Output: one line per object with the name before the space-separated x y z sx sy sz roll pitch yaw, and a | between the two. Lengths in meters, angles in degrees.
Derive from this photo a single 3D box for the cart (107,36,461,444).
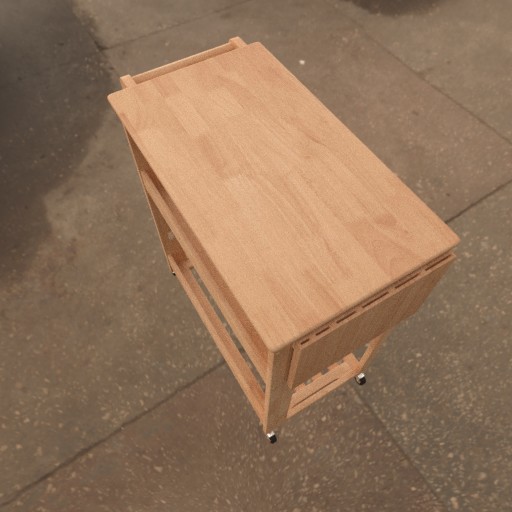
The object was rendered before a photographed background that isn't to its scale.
cart | 0.000 0.000 1.344 0.432 0.879 0.853 -27 62 -16
